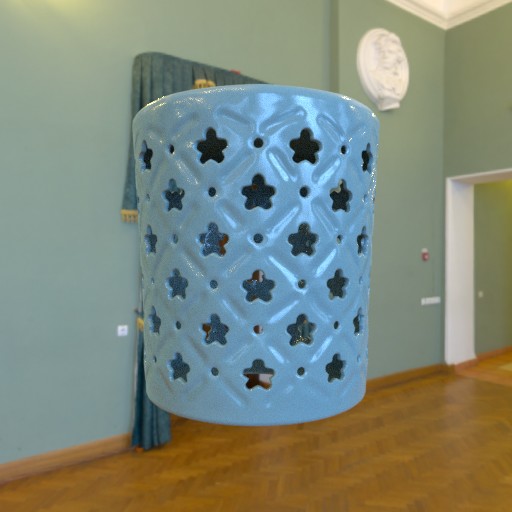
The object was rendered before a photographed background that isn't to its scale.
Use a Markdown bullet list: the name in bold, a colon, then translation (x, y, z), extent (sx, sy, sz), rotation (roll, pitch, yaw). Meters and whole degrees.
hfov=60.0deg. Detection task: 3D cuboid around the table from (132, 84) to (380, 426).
- **table**: translation (0.000, 0.000, 0.656), extent (0.352, 0.387, 0.352), rotation (0, 1, 0)
